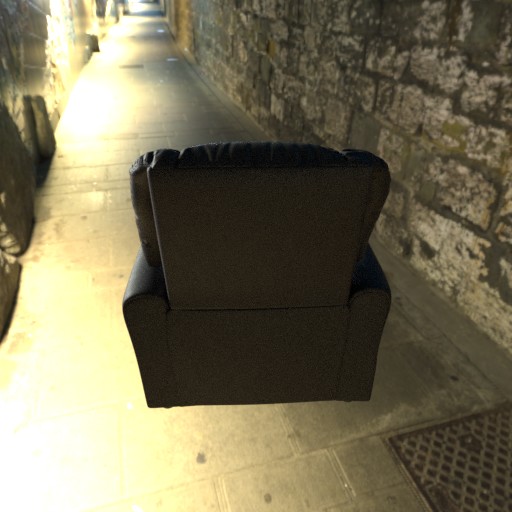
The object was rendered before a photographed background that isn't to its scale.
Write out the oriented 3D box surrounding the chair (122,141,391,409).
[{"bbox_3d":[0.000,0.000,1.134,0.610,0.709,0.521,-1,31,-2],"label":"chair"}]
